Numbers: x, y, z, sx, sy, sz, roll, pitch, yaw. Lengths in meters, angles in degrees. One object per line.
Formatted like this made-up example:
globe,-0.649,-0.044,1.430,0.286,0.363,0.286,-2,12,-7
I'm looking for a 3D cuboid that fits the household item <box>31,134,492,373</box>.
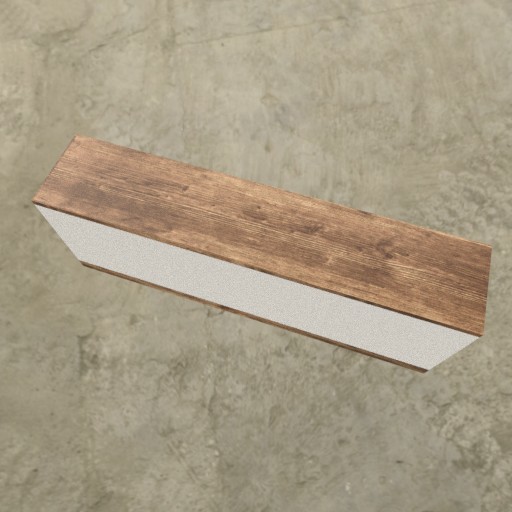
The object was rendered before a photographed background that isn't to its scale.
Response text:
household item,0.000,0.000,2.033,1.800,0.615,0.390,16,64,8
